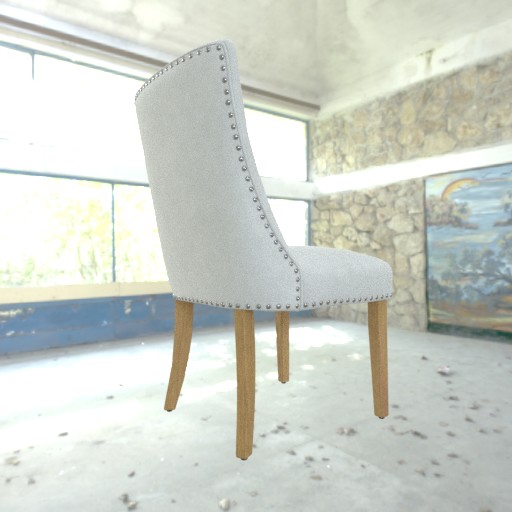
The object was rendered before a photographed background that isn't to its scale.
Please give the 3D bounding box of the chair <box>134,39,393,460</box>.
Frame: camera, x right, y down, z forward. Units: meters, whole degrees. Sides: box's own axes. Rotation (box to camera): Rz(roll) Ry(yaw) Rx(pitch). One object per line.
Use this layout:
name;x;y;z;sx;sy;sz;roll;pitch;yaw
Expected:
chair;0.000;0.000;1.238;0.610;0.902;0.495;0;0;-36
